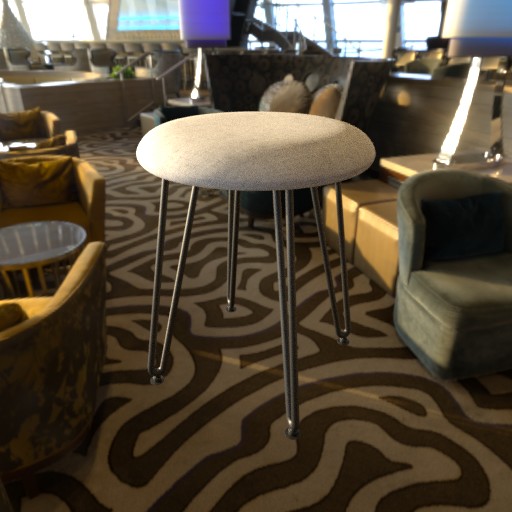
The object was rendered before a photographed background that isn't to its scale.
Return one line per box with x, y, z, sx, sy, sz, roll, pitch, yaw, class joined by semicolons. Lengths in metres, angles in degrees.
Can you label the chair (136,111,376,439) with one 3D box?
0.000;0.000;0.658;0.350;0.386;0.350;-8;27;-16;chair
